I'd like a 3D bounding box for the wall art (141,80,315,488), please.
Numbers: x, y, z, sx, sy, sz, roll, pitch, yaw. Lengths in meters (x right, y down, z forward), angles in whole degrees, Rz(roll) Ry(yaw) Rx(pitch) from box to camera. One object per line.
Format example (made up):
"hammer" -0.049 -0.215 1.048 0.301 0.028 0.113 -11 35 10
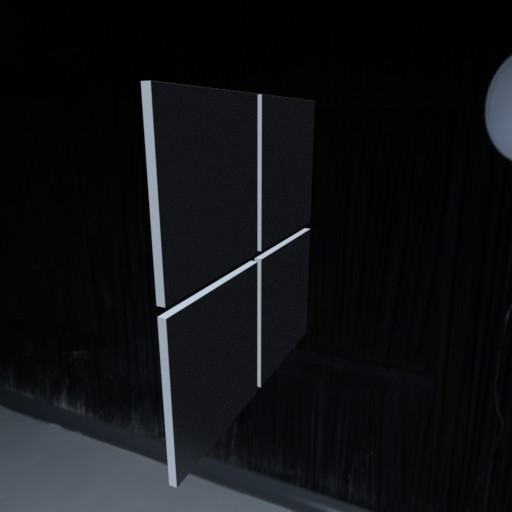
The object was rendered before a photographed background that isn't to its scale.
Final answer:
"wall art" 0.000 0.000 1.628 0.029 1.118 1.118 8 19 25
